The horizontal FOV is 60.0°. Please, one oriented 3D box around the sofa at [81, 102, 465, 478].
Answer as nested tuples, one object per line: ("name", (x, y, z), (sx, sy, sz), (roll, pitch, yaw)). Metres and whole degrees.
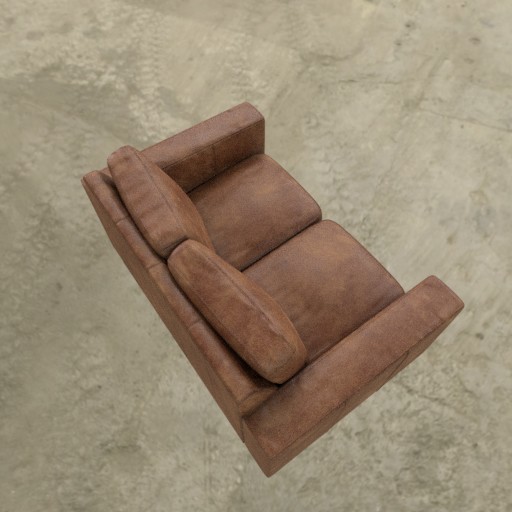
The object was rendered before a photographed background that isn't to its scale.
("sofa", (0.000, 0.000, 2.195), (1.041, 0.889, 1.626), (-32, 63, -18))
